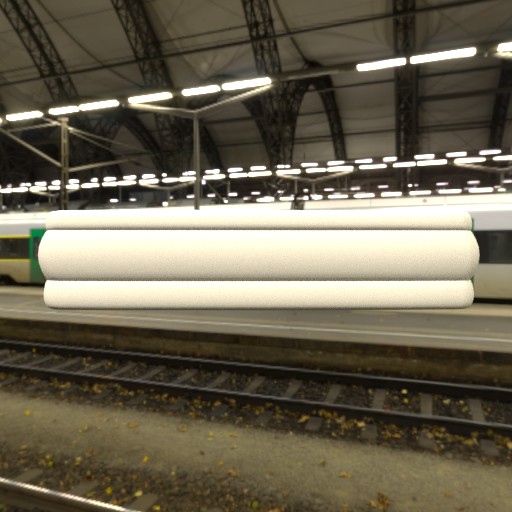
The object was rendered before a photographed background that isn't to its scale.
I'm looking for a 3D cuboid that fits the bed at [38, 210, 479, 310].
[{"bbox_3d":[0.000,0.000,2.647,2.036,0.460,1.520,0,1,-1],"label":"bed"}]
